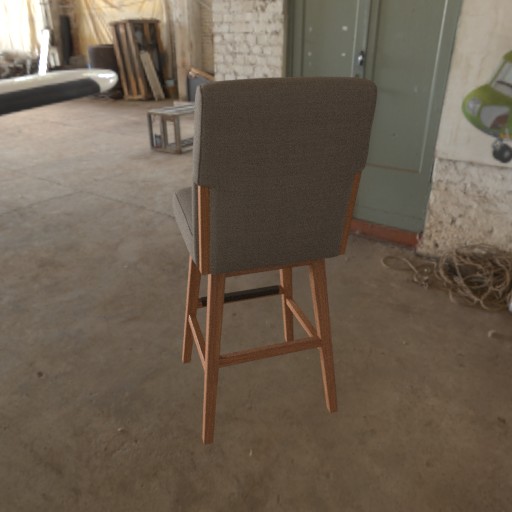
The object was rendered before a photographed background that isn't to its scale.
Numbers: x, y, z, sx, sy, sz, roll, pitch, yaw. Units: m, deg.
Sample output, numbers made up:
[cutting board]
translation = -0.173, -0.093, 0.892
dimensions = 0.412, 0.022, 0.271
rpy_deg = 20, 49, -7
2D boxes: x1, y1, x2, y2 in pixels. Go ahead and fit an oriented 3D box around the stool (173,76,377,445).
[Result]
[stool]
translation = 0.000, 0.000, 1.434
dimensions = 0.483, 1.112, 0.570
rpy_deg = -8, 27, -16
